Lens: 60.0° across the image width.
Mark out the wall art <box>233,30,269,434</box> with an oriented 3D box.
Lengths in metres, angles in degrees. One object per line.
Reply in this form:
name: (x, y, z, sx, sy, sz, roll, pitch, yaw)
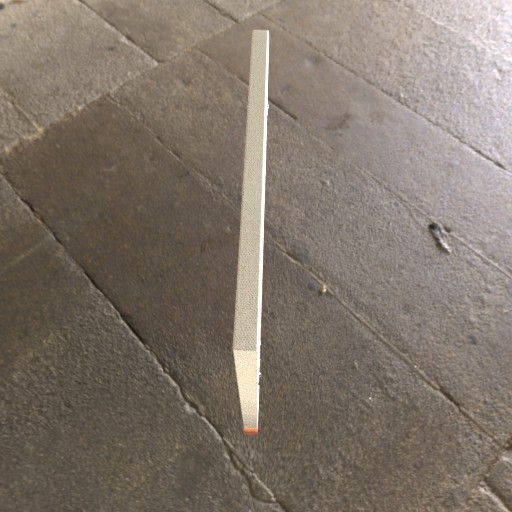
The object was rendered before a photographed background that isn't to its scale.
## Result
wall art: (0.000, 0.000, 1.154, 0.042, 0.760, 0.760, 2, 60, 1)
